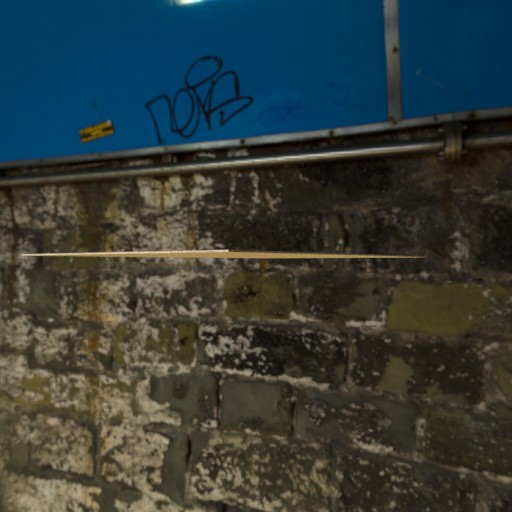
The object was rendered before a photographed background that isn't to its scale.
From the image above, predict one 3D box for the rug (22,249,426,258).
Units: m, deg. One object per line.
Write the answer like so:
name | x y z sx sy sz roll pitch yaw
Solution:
rug | 0.000 0.000 2.214 1.142 0.006 1.752 -1 -1 37
